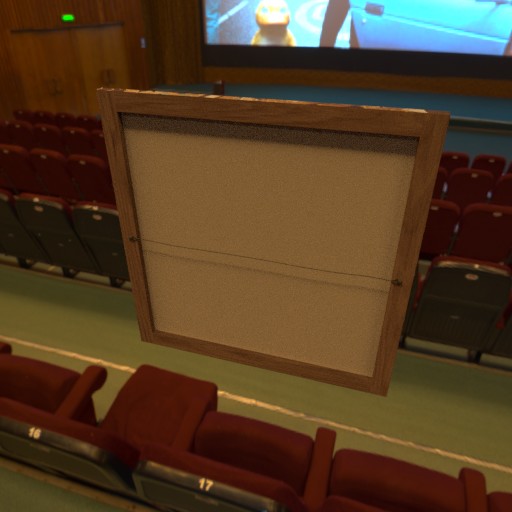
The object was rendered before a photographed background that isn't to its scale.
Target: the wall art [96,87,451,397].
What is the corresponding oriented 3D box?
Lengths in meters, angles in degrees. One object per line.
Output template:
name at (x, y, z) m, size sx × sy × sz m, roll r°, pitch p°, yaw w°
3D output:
wall art at (0.000, 0.000, 1.120) m, size 0.757 × 0.762 × 0.028 m, roll 9°, pitch 33°, yaw 15°
